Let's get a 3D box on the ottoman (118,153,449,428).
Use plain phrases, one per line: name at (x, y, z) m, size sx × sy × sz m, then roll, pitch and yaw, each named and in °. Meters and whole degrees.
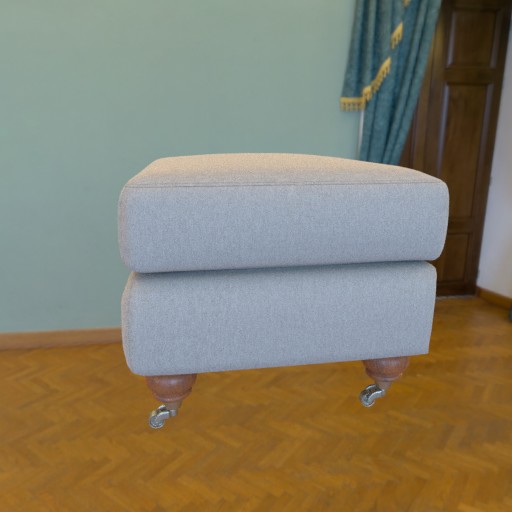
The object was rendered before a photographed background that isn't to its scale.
ottoman at (0.000, 0.000, 1.106) m, size 0.574 × 0.497 × 0.773 m, roll -2°, pitch 15°, yaw -9°
